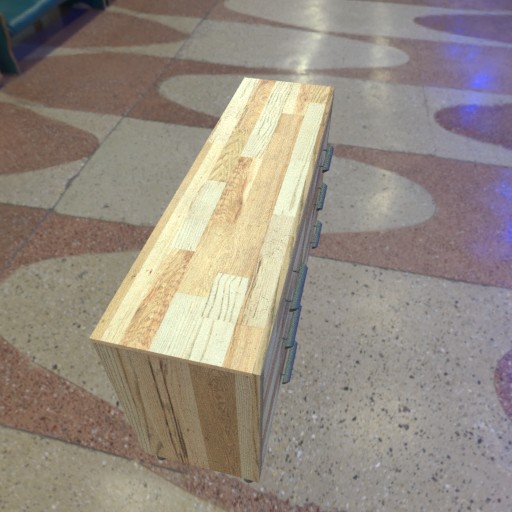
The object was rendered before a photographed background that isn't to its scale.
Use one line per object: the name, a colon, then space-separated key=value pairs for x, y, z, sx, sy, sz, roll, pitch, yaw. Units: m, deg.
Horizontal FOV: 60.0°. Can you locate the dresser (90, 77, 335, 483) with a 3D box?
dresser: x=0.000 y=0.000 z=1.894 sx=0.487 sy=0.834 sz=1.547 roll=10 pitch=47 yaw=9
